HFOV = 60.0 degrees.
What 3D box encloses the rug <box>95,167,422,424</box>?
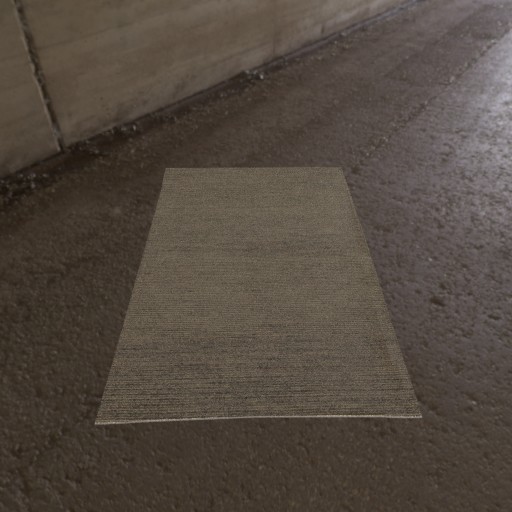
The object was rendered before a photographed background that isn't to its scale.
[{"bbox_3d":[0.000,0.000,2.216,1.149,0.021,1.773,0,41,-1],"label":"rug"}]
